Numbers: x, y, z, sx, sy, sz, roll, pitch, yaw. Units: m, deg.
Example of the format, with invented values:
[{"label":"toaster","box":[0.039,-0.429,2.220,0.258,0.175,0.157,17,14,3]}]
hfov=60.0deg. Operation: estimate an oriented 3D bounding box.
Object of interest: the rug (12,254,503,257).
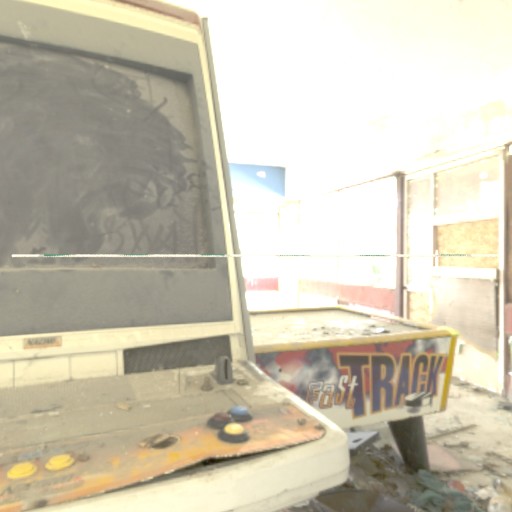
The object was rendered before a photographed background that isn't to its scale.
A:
[{"label":"rug","box":[0.000,0.000,2.581,2.438,0.012,0.768,0,0,1]}]
